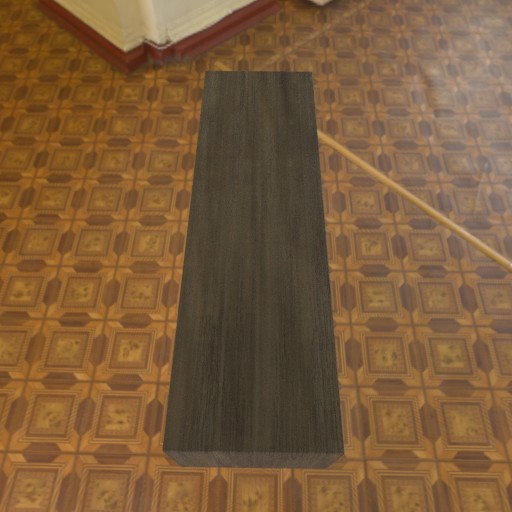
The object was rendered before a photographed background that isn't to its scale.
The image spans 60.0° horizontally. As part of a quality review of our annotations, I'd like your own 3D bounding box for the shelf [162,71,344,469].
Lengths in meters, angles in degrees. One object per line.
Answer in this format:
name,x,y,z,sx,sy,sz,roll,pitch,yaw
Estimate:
shelf,0.000,0.000,1.508,0.400,0.495,1.300,1,59,0
